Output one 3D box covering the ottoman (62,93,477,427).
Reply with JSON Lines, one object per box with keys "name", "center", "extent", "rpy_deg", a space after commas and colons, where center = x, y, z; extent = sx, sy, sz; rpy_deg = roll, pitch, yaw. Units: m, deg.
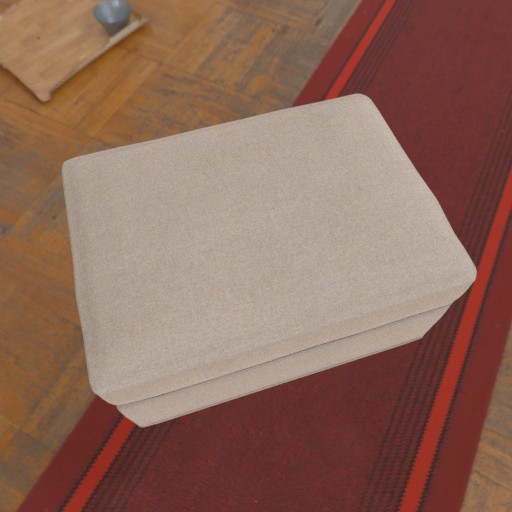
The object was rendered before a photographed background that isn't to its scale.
{"name": "ottoman", "center": [0.000, 0.000, 1.204], "extent": [0.846, 0.503, 0.617], "rpy_deg": [-15, 62, -8]}
